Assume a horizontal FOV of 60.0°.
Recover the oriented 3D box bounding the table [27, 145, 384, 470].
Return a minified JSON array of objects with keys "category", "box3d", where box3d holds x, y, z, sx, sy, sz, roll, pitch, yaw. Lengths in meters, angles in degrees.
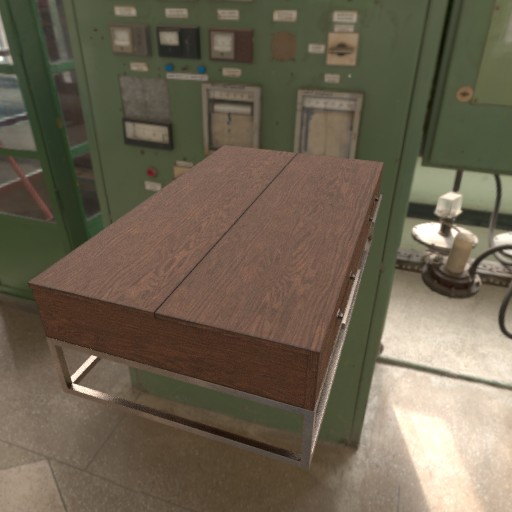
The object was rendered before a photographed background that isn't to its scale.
[{"category":"table","box3d":[0.000,0.000,1.497,0.719,0.361,1.167,10,32,17]}]
